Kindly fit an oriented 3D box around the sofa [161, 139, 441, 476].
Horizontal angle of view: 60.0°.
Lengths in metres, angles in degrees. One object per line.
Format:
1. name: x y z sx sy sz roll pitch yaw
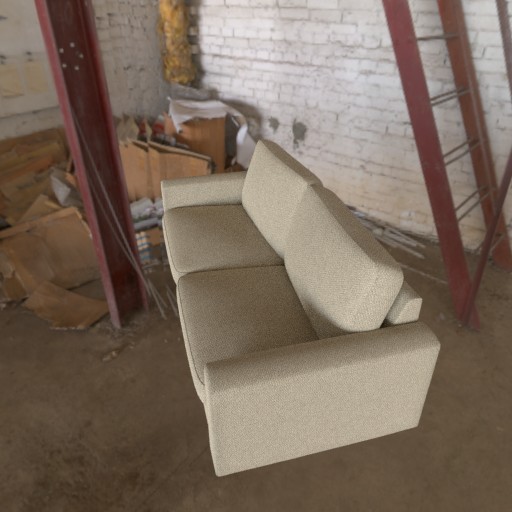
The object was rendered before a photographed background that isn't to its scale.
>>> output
1. sofa: 0.000 0.000 2.685 1.016 0.873 2.179 -8 32 -13
